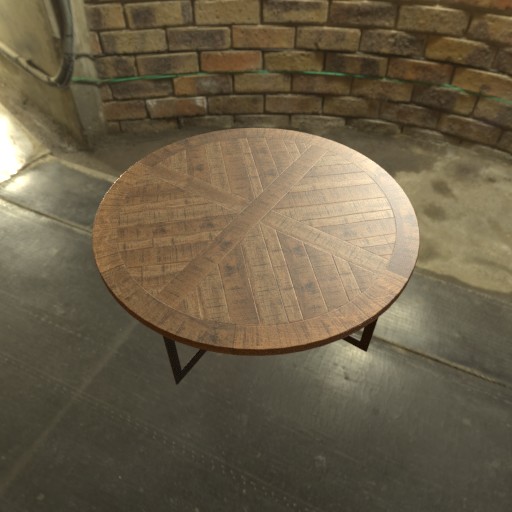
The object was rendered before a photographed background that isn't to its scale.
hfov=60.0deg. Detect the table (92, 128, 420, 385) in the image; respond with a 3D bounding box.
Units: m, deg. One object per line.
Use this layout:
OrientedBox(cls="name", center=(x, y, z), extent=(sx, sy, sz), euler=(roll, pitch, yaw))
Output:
OrientedBox(cls="table", center=(0.000, 0.000, 1.945), extent=(1.264, 0.516, 1.264), euler=(0, 46, 0))
